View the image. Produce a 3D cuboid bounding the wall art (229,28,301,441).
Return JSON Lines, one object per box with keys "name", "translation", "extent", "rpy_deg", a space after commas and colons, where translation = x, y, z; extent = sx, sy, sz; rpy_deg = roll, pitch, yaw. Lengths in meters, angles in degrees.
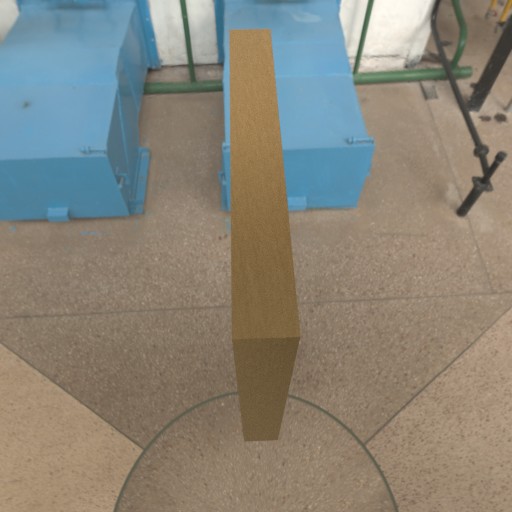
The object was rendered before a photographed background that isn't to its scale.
{"name": "wall art", "translation": [0.000, 0.000, 0.457], "extent": [0.038, 0.305, 0.304], "rpy_deg": [-2, 57, -1]}
